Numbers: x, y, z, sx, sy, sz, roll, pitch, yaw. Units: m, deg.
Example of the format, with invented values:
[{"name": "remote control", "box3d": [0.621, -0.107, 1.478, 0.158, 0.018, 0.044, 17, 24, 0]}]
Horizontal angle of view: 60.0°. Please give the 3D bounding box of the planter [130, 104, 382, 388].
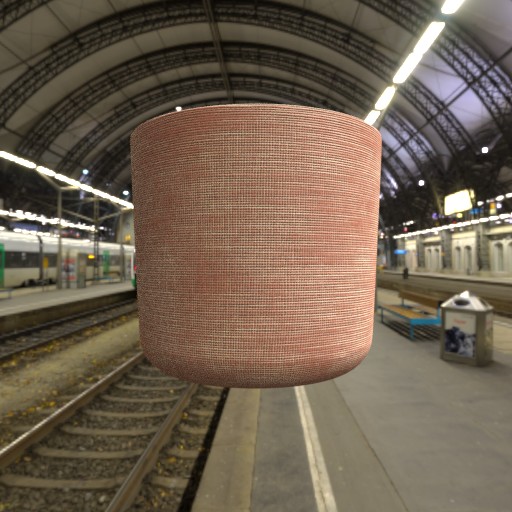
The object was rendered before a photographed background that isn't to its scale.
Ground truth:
[{"name": "planter", "box3d": [0.000, 0.000, 0.804, 0.440, 0.398, 0.440, 0, -1, 0]}]
